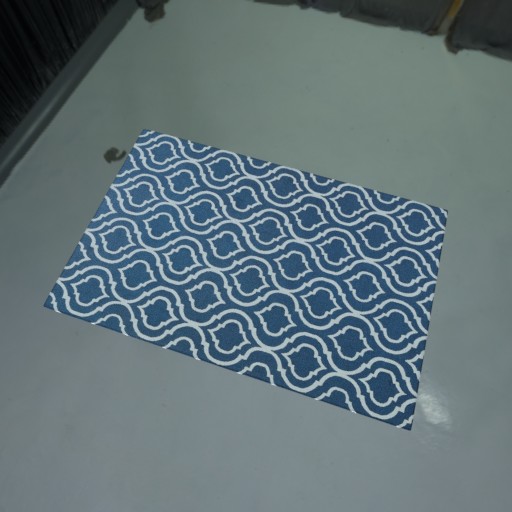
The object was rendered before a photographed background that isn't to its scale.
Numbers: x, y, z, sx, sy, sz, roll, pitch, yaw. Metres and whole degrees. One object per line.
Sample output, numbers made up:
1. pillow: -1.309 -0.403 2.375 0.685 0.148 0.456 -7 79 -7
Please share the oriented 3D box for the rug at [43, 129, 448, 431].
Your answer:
1. rug: 0.000 0.000 2.218 1.753 0.010 1.143 17 66 8
